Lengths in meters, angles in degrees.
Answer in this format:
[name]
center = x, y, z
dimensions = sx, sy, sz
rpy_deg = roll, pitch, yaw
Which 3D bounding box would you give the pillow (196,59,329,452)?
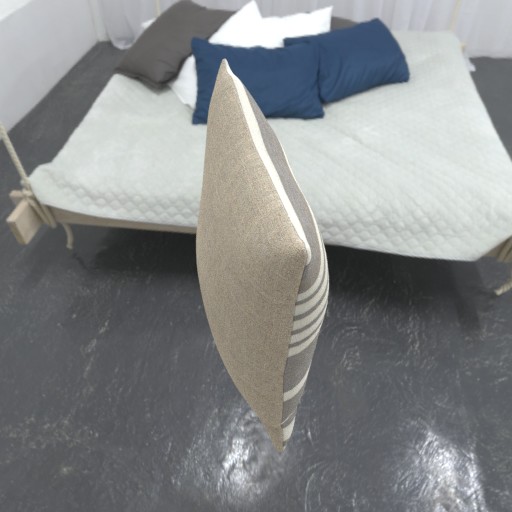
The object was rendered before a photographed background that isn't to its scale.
[pillow]
center = 0.000, 0.000, 0.682
dimensions = 0.182, 0.440, 0.439
rpy_deg = -9, 47, -8
